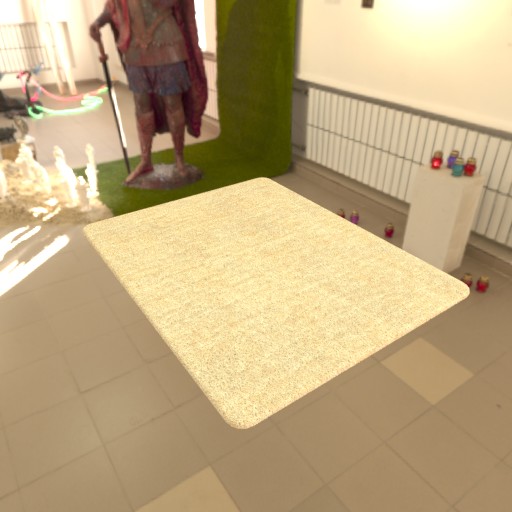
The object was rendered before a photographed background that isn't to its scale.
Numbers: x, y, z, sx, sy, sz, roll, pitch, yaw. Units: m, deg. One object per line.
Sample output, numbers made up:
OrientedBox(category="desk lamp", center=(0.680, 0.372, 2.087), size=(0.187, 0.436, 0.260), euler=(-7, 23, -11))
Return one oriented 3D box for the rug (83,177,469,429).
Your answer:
OrientedBox(category="rug", center=(0.000, 0.000, 3.511), size=(2.009, 0.048, 2.528), euler=(-21, 38, -29))
